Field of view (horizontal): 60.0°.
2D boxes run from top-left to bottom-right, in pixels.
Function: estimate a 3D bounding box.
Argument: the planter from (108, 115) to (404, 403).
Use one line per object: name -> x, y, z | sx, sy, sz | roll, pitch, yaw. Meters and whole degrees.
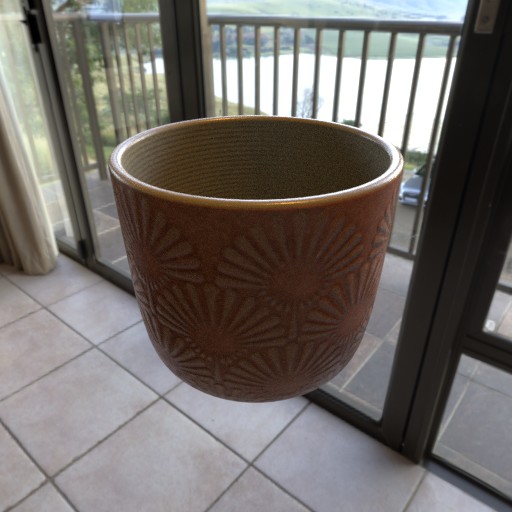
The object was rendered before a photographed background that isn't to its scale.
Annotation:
planter -> 0.000, 0.000, 0.219 | 0.124, 0.109, 0.124 | 0, 30, 0
